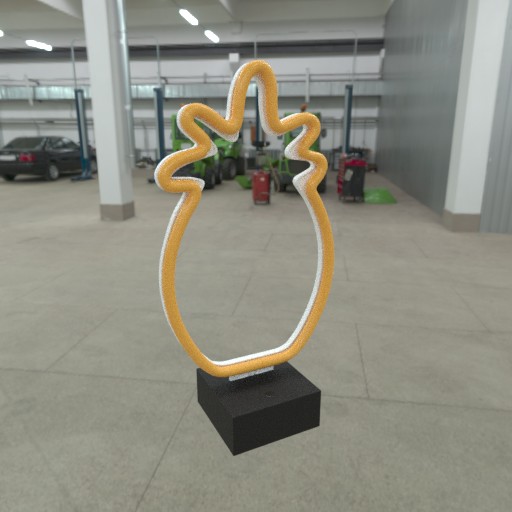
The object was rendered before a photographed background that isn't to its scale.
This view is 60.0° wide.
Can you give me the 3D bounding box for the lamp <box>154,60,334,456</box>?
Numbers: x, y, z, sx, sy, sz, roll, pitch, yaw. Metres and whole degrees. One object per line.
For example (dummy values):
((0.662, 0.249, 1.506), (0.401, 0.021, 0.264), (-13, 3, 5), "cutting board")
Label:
((0.000, 0.000, 0.387), (0.167, 0.317, 0.088), (-8, 17, -26), "lamp")
